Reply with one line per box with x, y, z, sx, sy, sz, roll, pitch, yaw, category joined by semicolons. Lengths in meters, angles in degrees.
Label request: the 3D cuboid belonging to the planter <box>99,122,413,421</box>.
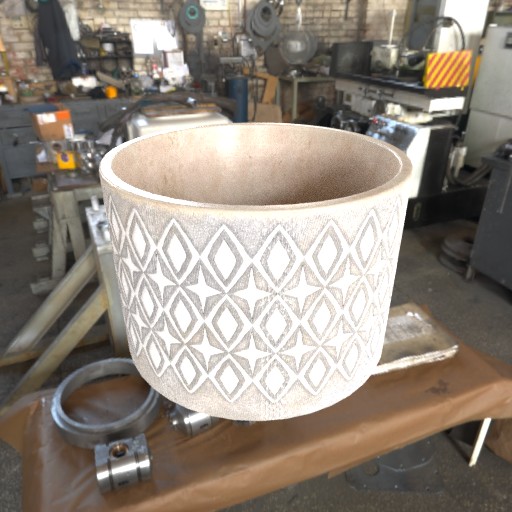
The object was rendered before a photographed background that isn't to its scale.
0.000;0.000;0.272;0.164;0.127;0.164;0;28;0;planter
